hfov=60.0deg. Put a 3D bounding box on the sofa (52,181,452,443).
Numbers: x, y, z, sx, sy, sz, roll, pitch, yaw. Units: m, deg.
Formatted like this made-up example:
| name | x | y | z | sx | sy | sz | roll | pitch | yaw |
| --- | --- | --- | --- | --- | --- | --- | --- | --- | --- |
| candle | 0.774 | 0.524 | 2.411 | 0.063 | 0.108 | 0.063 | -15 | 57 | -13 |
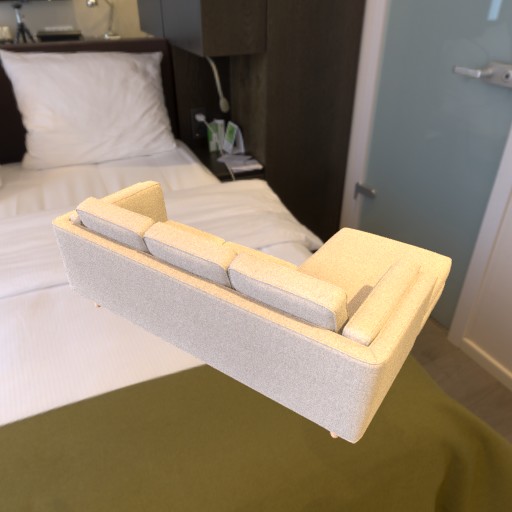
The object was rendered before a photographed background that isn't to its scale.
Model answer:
| name | x | y | z | sx | sy | sz | roll | pitch | yaw |
| --- | --- | --- | --- | --- | --- | --- | --- | --- | --- |
| sofa | 0.000 | 0.000 | 3.170 | 2.411 | 0.929 | 1.604 | 20 | 37 | 29 |
